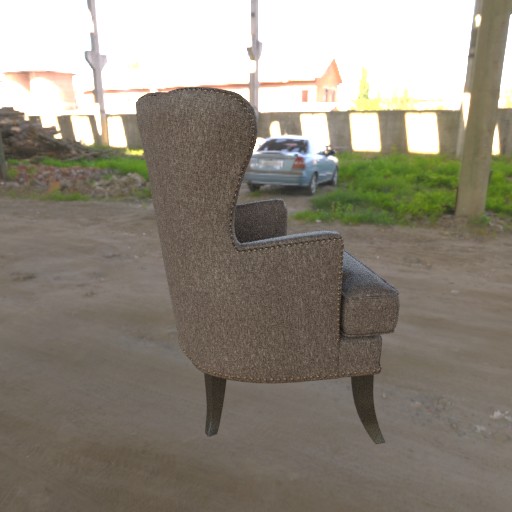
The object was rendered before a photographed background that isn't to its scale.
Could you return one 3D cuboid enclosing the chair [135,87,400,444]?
[{"bbox_3d":[0.000,0.000,1.568,0.758,1.060,0.759,-3,15,-10],"label":"chair"}]
